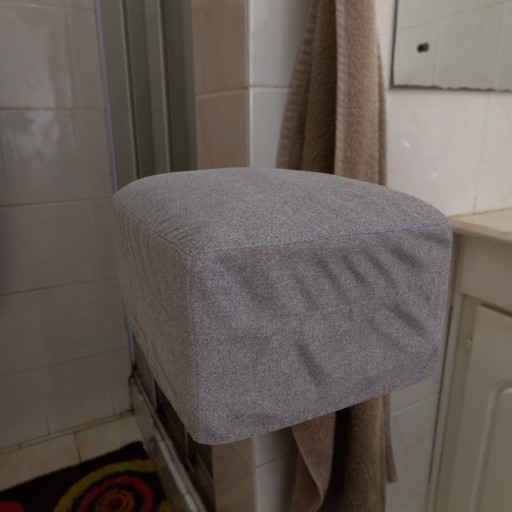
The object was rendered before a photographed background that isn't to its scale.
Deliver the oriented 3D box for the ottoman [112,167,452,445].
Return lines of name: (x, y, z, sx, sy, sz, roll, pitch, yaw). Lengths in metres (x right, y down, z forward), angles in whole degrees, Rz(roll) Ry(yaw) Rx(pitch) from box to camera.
ottoman: (0.000, 0.000, 1.258, 0.683, 0.481, 0.837, -8, 19, -25)
